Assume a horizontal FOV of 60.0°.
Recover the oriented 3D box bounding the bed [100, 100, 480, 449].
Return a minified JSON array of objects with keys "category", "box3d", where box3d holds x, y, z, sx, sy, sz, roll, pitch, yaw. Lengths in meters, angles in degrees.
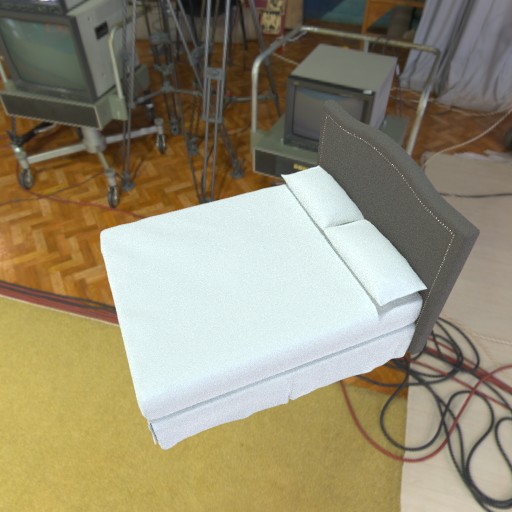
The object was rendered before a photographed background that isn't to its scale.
[{"category":"bed","box3d":[0.000,0.000,3.134,2.036,1.387,1.666,-16,48,-15]}]
